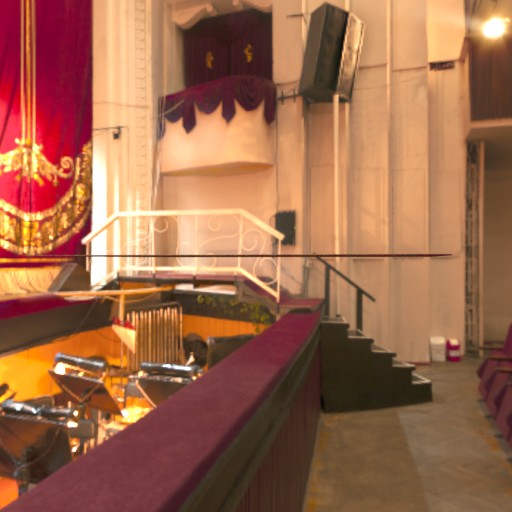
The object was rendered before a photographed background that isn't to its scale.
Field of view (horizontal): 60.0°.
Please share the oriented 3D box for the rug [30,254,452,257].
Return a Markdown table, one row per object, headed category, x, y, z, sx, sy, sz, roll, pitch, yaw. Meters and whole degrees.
| category | x | y | z | sx | sy | sz | roll | pitch | yaw |
| --- | --- | --- | --- | --- | --- | --- | --- | --- | --- |
| rug | 0.000 | 0.000 | 3.772 | 2.896 | 0.013 | 2.007 | 0 | 0 | 19 |
